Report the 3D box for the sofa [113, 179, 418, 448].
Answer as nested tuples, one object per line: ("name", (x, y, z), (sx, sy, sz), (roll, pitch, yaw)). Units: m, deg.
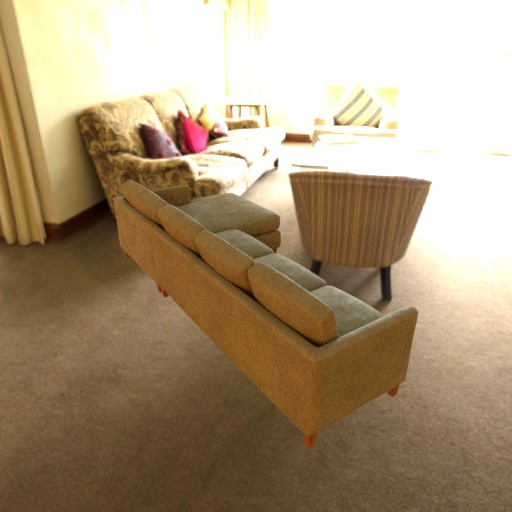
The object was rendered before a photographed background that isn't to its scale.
("sofa", (0.000, 0.000, 4.238), (1.604, 0.950, 3.471), (-17, 31, -31))
